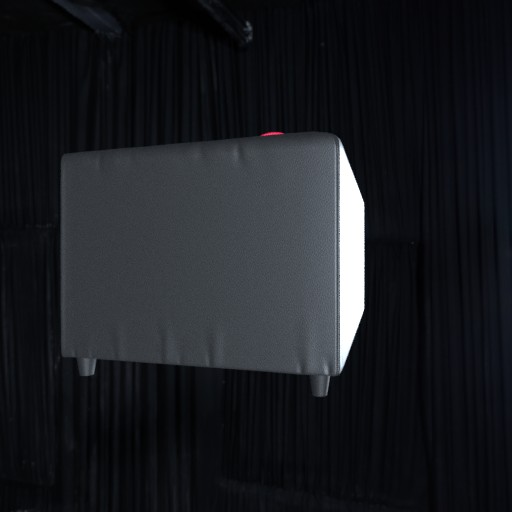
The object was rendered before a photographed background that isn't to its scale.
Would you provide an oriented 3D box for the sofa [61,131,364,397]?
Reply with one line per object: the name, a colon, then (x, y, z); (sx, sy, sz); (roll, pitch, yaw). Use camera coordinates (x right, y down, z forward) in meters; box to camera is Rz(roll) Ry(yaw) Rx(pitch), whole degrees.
sofa: (0.000, 0.000, 1.894); (0.845, 0.735, 1.410); (0, 0, 16)
